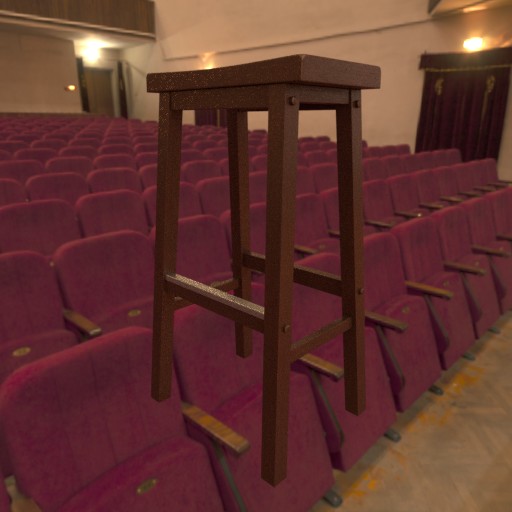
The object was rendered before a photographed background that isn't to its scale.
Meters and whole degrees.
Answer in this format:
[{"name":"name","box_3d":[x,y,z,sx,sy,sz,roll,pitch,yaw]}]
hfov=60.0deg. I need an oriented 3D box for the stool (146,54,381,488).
[{"name":"stool","box_3d":[0.000,0.000,0.955,0.406,0.742,0.322,16,23,42]}]
